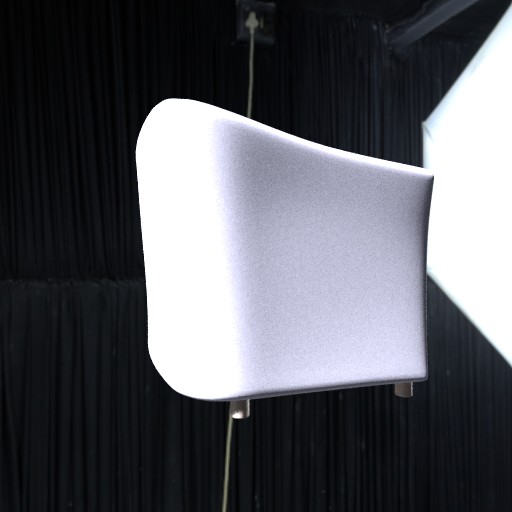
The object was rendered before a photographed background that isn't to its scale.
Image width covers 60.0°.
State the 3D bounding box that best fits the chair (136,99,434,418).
[{"bbox_3d":[0.000,0.000,1.371,0.700,0.720,0.790,0,0,-19],"label":"chair"}]
